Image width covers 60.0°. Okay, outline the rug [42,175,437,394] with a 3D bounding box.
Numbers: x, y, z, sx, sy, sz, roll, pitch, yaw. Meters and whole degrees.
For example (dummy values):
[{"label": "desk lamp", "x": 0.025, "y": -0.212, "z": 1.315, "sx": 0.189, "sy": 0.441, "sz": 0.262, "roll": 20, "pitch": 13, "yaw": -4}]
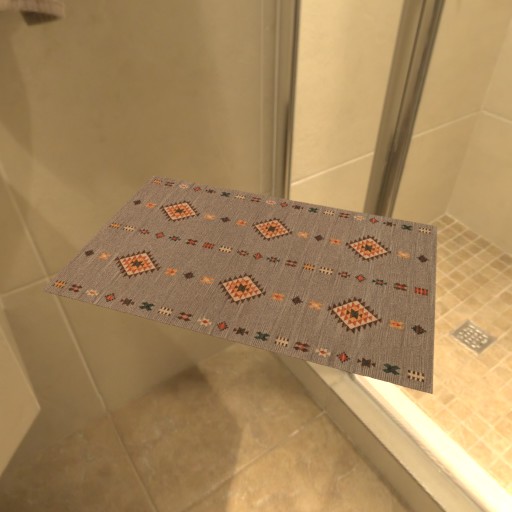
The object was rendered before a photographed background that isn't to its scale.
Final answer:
[{"label": "rug", "x": 0.000, "y": 0.000, "z": 3.133, "sx": 2.427, "sy": 0.007, "sz": 1.515, "roll": 12, "pitch": 42, "yaw": 14}]
